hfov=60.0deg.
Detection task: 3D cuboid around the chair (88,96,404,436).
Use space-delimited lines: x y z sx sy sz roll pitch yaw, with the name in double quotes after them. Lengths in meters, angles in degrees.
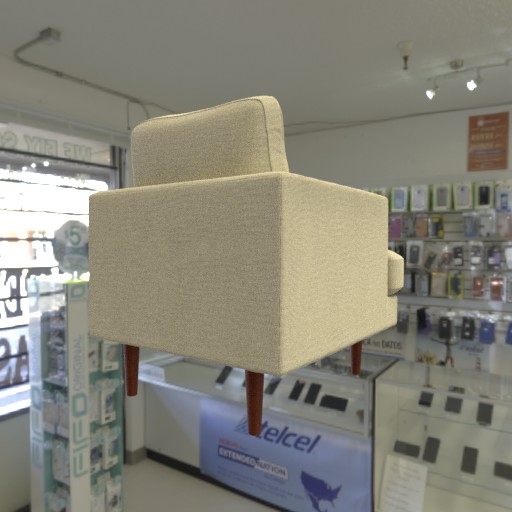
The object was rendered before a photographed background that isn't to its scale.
0.000 0.000 1.678 0.858 0.957 0.899 1 2 36 "chair"
